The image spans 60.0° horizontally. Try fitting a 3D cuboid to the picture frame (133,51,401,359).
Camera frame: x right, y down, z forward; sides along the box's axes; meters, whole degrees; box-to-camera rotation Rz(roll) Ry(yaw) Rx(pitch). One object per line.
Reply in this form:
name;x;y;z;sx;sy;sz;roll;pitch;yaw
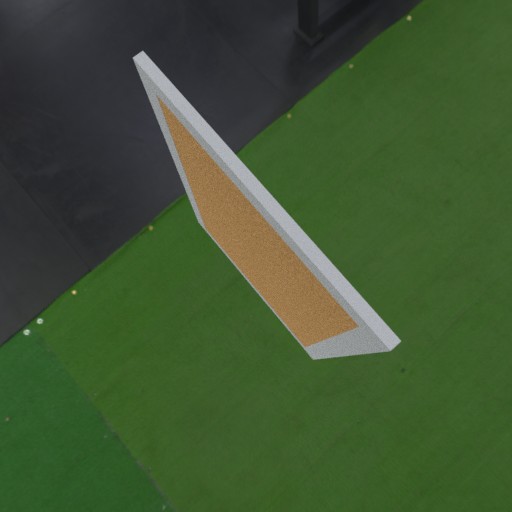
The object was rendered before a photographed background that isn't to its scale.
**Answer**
picture frame;0.000;0.000;0.581;0.011;0.459;0.326;-39;79;-9
